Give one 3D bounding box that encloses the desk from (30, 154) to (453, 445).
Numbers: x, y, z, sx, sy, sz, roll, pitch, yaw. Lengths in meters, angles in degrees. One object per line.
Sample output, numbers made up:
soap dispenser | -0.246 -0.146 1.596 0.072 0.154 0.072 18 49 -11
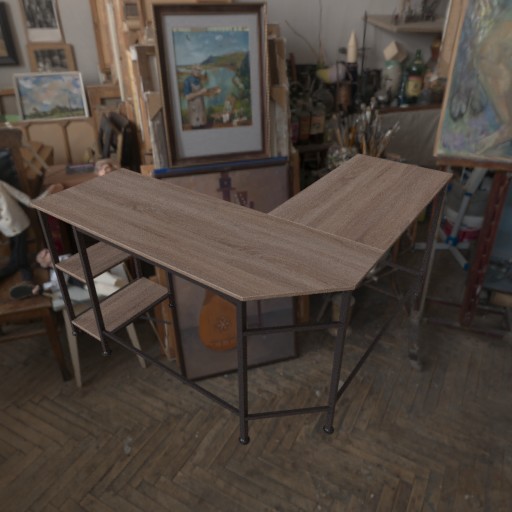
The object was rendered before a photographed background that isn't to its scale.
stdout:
desk | 0.000 0.000 2.218 1.379 0.739 1.379 21 38 29
